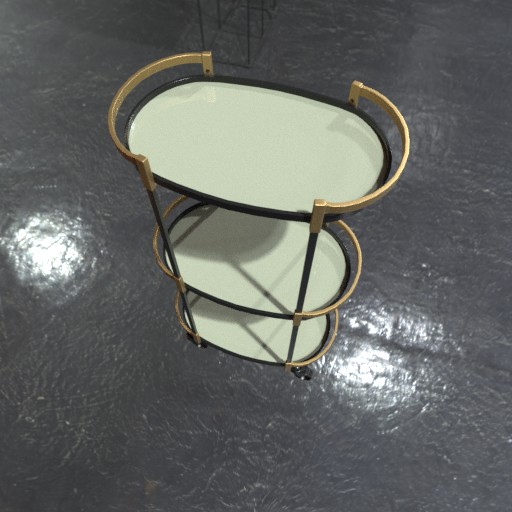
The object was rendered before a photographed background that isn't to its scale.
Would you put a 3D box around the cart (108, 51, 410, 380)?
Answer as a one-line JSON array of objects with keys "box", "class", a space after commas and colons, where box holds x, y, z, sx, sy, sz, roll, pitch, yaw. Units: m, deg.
[{"box": [0.000, 0.000, 1.126, 0.515, 0.885, 0.311, 15, 60, 9], "class": "cart"}]
